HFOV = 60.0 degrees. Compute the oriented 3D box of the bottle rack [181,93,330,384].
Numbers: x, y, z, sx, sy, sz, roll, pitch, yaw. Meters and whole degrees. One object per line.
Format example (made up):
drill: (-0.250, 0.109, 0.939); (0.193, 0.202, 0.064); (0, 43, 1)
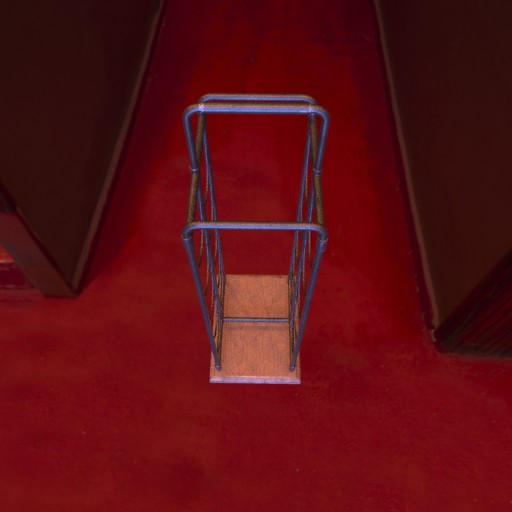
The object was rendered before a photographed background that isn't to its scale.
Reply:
bottle rack: (0.000, 0.000, 0.800); (0.208, 0.680, 0.276); (1, 59, 0)
